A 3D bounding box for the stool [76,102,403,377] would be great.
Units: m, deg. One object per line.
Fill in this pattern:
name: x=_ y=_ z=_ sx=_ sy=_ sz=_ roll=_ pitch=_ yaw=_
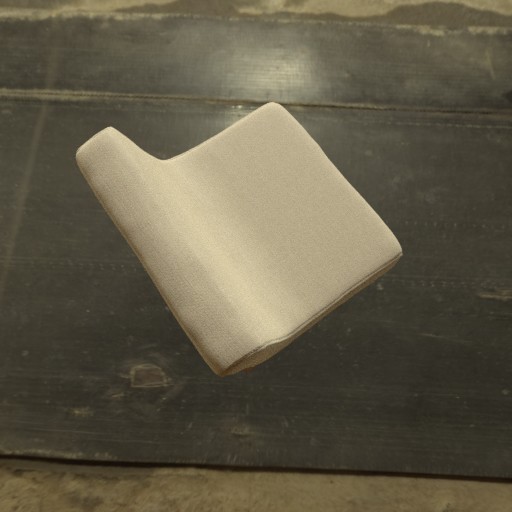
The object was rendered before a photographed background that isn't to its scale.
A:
stool: x=0.000 y=0.000 z=1.233 sx=0.500 sy=0.937 sz=0.511 roll=-34 pitch=76 yaw=-10
